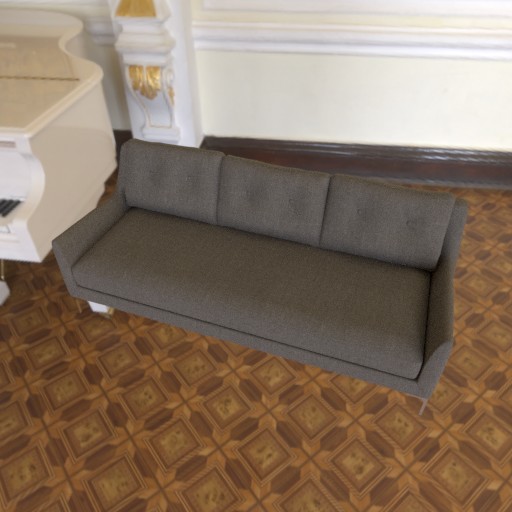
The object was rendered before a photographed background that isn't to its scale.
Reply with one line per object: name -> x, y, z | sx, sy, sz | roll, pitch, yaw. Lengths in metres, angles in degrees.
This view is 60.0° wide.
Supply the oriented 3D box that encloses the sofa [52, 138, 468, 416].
sofa -> 0.000, 0.000, 2.463 | 2.060, 0.837, 0.849 | 13, 42, 15
